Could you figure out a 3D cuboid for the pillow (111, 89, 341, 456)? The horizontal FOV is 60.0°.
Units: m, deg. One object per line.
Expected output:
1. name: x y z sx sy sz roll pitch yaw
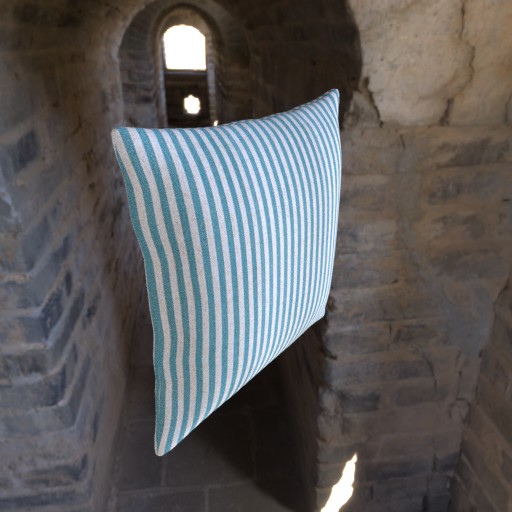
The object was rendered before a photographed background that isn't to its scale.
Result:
1. pillow: 0.000 0.000 0.777 0.166 0.510 0.523 19 32 33
